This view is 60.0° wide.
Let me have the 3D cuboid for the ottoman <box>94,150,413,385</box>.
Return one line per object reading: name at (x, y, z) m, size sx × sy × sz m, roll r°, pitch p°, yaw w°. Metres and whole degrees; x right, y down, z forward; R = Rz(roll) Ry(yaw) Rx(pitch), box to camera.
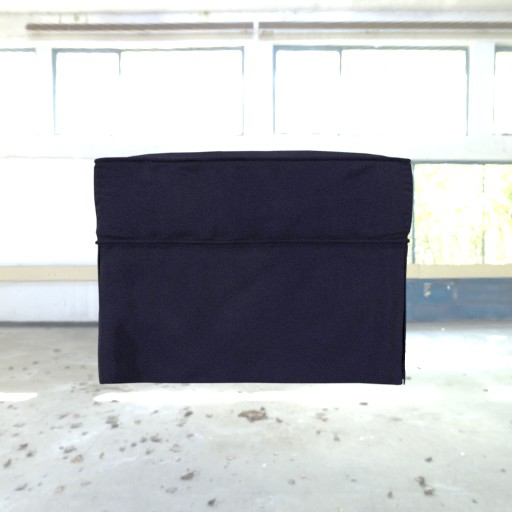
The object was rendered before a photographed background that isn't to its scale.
ottoman at (0.000, 0.000, 1.281) m, size 0.637 × 0.503 × 0.938 m, roll 0°, pitch 2°, yaw 1°
